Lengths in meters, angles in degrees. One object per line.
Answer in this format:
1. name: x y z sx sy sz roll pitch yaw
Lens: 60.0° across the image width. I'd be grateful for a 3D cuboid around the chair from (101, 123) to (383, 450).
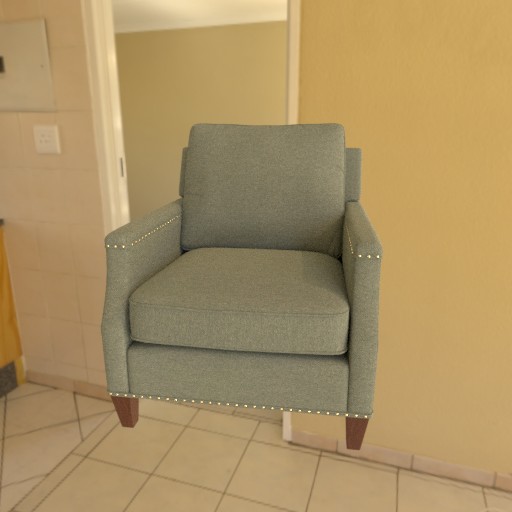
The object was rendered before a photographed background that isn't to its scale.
1. chair: 0.000 0.000 1.788 0.885 1.031 1.031 2 16 8
